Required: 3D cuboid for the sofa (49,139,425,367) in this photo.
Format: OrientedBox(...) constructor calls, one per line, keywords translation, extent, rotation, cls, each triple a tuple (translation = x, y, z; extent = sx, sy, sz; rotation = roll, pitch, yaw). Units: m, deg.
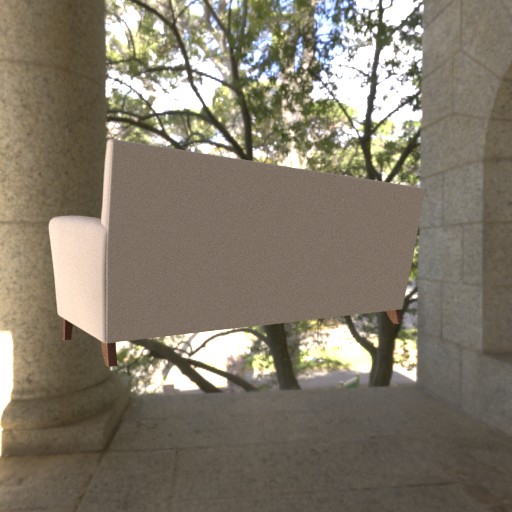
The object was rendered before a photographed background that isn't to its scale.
OrientedBox(translation=(0.000, 0.000, 2.471), extent=(2.000, 0.846, 0.875), rotation=(0, 0, -36), cls="sofa")
